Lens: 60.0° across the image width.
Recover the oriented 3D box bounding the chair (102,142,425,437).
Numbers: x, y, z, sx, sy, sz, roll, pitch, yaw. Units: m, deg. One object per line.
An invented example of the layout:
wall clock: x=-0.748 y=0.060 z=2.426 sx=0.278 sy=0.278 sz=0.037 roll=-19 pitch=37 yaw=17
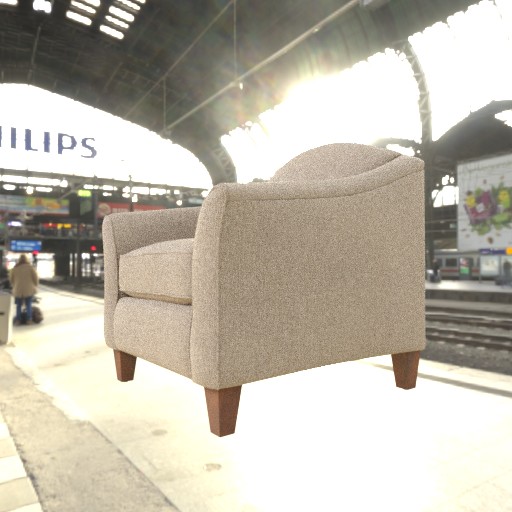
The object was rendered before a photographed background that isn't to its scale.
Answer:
chair: x=0.000 y=0.000 z=1.453 sx=0.787 sy=0.839 sz=0.763 roll=1 pitch=-2 yaw=-37
